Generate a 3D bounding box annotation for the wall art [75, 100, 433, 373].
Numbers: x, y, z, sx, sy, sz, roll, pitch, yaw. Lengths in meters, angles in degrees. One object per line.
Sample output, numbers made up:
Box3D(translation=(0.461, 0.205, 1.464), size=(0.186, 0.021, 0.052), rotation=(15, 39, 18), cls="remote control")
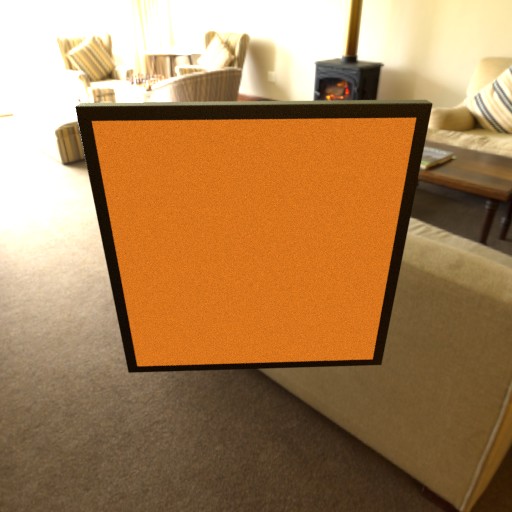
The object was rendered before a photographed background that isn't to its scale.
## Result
Box3D(translation=(0.000, 0.000, 1.142), size=(0.755, 0.761, 0.038), rotation=(-1, 31, -2), cls="wall art")
